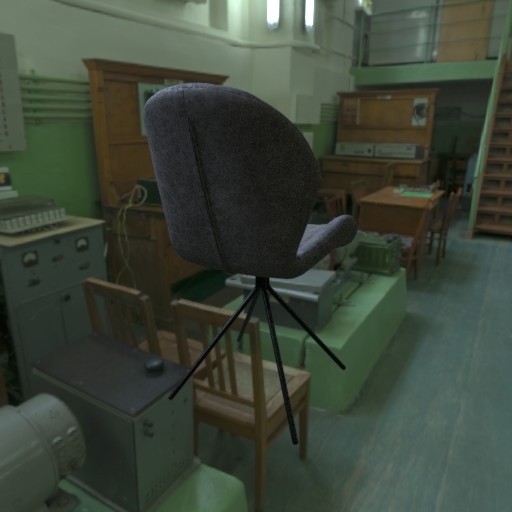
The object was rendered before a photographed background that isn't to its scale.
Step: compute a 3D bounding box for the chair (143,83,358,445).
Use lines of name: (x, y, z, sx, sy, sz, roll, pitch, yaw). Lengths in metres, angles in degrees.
chair: (0.000, 0.000, 1.330, 0.527, 0.934, 0.640, 9, 20, 27)
